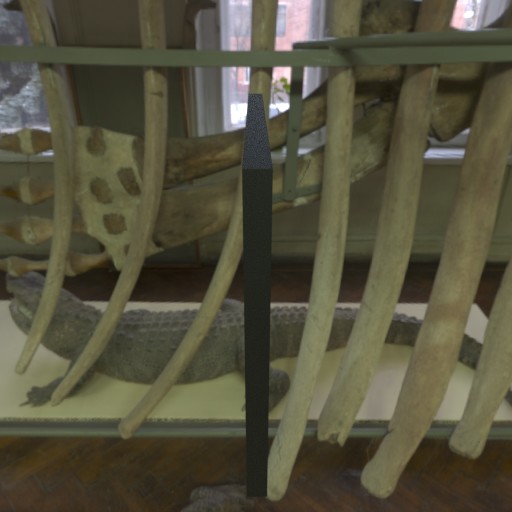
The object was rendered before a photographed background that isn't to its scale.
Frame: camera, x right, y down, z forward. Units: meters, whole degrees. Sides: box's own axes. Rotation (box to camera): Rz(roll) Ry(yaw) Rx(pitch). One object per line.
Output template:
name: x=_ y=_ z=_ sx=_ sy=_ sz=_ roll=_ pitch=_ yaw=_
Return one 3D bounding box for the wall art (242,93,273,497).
wall art: x=0.000 y=0.000 z=0.756 sx=0.028 sy=0.460 sz=0.561 roll=0 pitch=27 yaw=0
